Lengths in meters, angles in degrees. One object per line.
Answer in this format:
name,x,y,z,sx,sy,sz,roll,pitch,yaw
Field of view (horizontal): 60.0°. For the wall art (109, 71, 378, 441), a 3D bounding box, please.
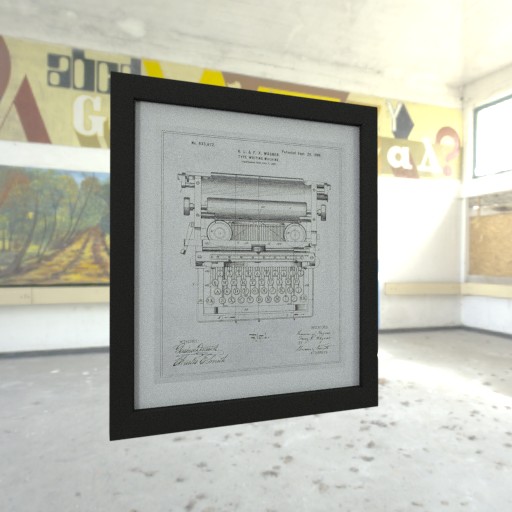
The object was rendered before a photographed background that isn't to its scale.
wall art,0.000,0.000,0.689,0.432,0.508,0.021,0,-1,-20
